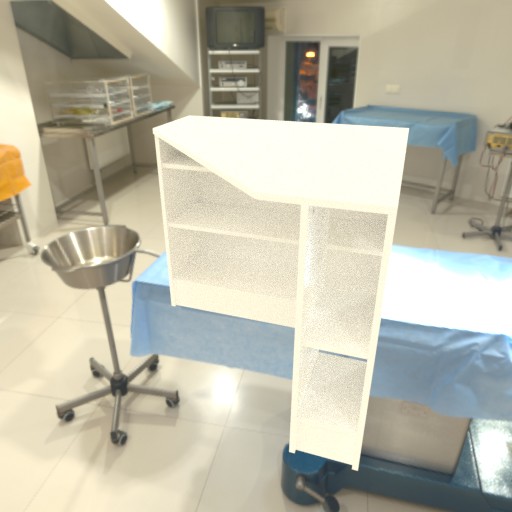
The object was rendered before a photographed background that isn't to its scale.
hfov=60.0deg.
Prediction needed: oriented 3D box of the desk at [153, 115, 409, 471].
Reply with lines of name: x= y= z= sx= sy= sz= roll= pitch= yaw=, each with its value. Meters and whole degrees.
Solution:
desk: x=0.000 y=0.000 z=1.641 sx=0.940 sy=0.818 sz=0.926 roll=9 pitch=28 yaw=17
